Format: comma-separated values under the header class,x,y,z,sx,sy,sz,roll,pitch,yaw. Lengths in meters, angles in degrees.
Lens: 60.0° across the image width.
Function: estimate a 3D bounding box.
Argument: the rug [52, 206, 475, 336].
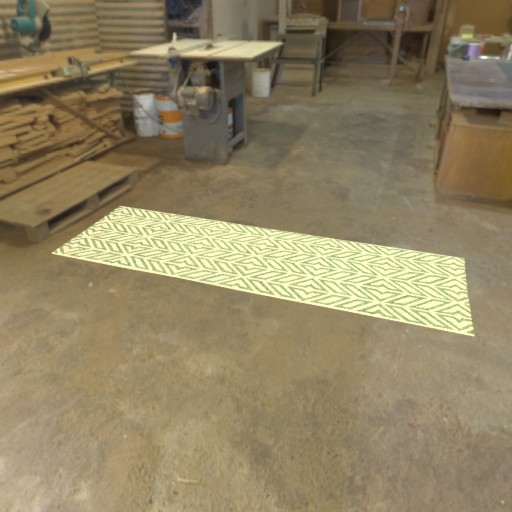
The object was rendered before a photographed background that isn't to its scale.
class,x,y,z,sx,sy,sz,roll,pitch,yaw
rug,0.000,0.000,2.734,2.435,0.009,0.750,10,32,16
